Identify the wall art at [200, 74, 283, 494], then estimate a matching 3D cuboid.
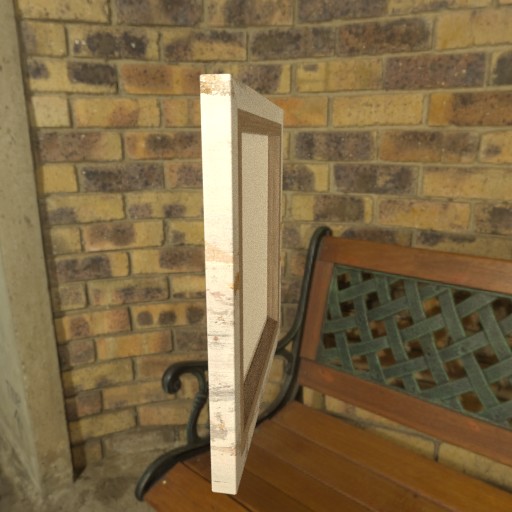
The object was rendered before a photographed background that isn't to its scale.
[{"bbox_3d":[0.000,0.000,0.909,0.040,0.613,0.611,2,15,9],"label":"wall art"}]
